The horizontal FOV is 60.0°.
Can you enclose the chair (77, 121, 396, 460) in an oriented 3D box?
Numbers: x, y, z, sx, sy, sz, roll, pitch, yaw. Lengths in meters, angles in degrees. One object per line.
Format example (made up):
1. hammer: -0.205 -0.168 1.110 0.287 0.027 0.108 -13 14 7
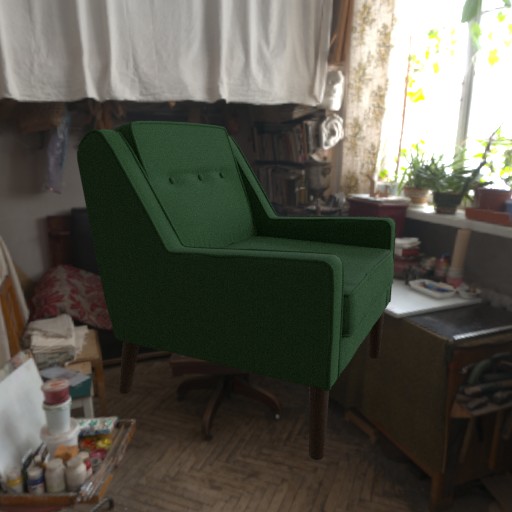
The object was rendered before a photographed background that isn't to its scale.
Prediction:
1. chair: 0.000 0.000 1.351 0.743 0.792 0.663 7 16 27
